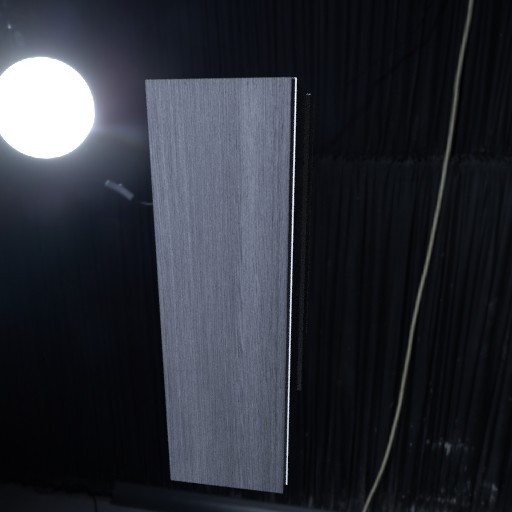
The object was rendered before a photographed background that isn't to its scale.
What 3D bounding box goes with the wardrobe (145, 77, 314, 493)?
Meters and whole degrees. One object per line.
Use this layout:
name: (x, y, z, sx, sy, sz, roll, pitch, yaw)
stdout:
wardrobe: (0.000, 0.000, 2.848, 0.629, 1.960, 1.780, 2, 16, 8)
